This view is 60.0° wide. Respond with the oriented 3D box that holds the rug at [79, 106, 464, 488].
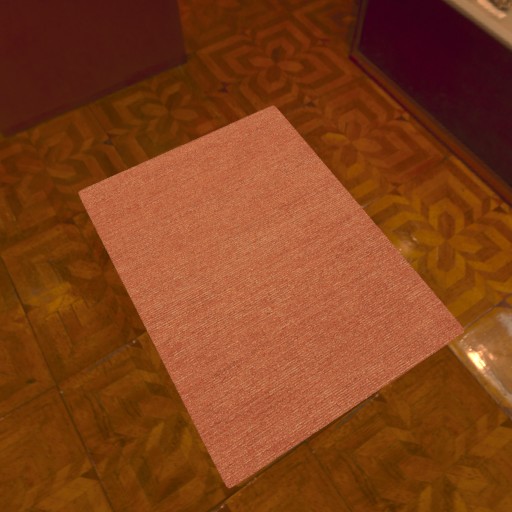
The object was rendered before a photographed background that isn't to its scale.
[{"bbox_3d":[0.000,0.000,2.812,1.594,0.009,2.112,-28,66,-14],"label":"rug"}]
